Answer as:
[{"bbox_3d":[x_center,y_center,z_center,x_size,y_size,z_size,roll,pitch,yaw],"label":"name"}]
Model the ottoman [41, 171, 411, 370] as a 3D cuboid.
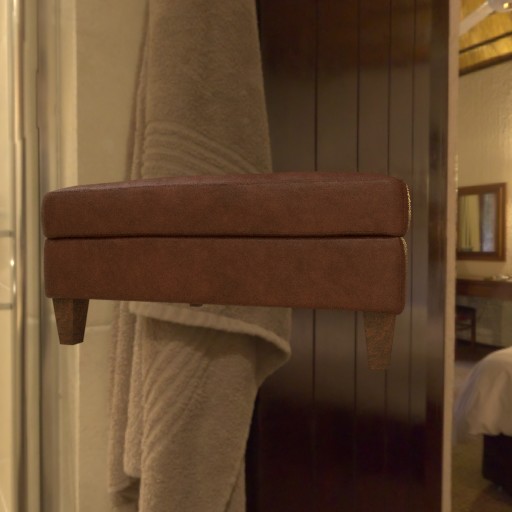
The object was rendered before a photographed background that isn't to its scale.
[{"bbox_3d":[0.000,0.000,1.304,0.844,0.415,0.836,0,1,17],"label":"ottoman"}]
